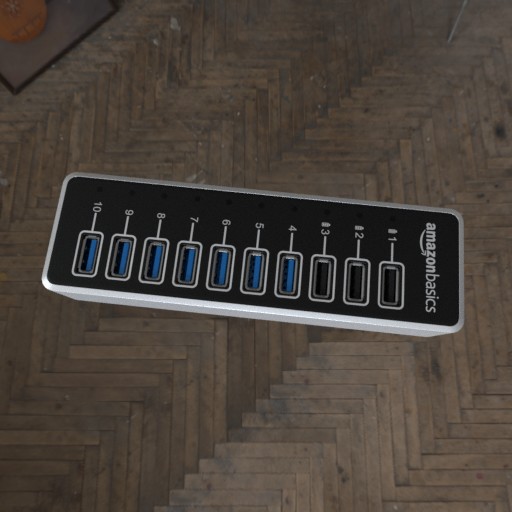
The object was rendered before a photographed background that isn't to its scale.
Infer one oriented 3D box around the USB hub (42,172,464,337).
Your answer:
[{"bbox_3d":[0.000,0.000,0.165,0.145,0.023,0.044,6,76,1],"label":"USB hub"}]
